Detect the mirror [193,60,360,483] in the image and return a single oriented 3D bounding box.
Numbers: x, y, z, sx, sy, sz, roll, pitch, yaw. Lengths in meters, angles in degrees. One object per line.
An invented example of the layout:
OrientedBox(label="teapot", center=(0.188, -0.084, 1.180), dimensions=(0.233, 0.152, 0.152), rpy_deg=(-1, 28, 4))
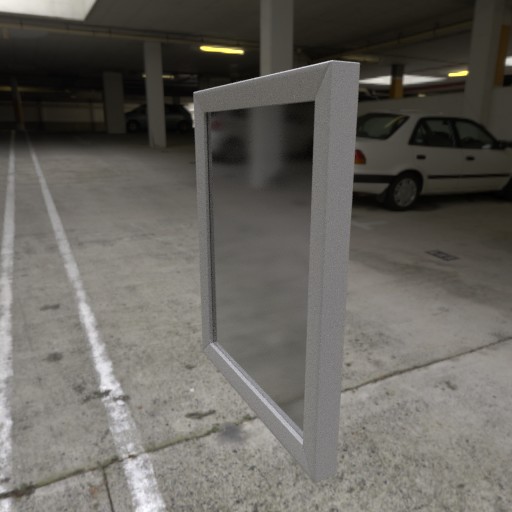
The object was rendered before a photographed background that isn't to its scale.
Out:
OrientedBox(label="mirror", center=(0.000, 0.000, 0.690), dimensions=(0.041, 0.508, 0.405), rpy_deg=(-8, 17, -26))
